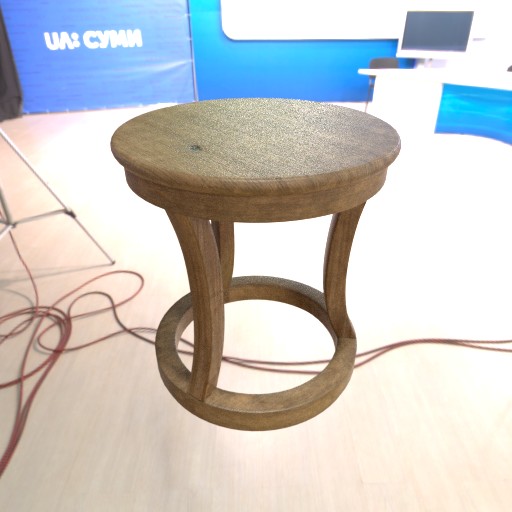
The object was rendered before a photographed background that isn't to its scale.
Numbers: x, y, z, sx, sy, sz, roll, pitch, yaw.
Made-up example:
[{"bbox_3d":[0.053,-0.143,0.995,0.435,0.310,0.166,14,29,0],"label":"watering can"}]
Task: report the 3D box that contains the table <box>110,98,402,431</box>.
[{"bbox_3d":[0.000,0.000,0.797,0.432,0.460,0.432,0,31,0],"label":"table"}]
